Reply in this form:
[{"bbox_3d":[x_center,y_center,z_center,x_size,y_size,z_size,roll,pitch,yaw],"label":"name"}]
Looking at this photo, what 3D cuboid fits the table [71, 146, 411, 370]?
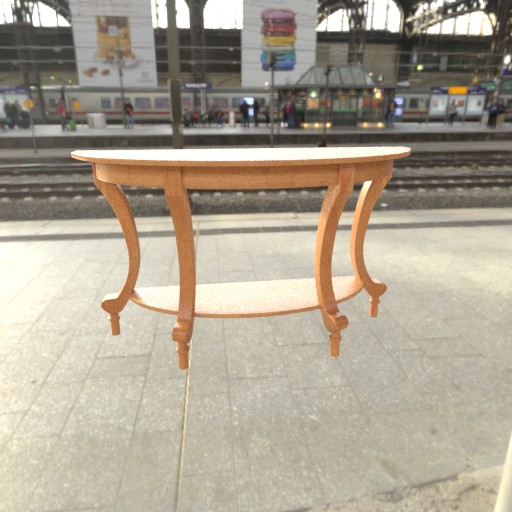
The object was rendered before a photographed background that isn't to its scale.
[{"bbox_3d":[0.000,0.000,1.532,1.198,0.692,0.394,-3,19,-8],"label":"table"}]
